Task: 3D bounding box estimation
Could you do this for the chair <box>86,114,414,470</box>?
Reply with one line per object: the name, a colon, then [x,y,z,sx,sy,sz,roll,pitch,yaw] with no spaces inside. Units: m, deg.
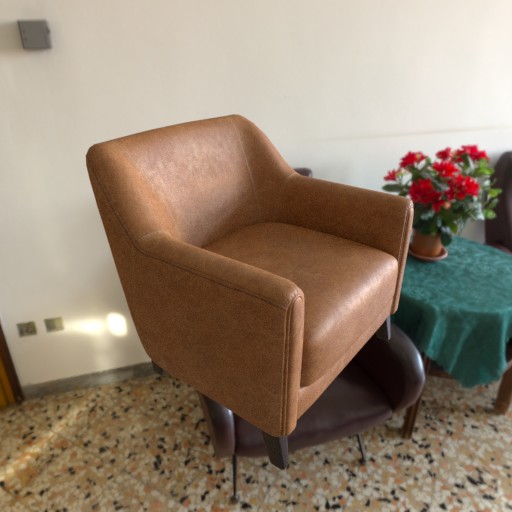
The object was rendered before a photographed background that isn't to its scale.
chair: [0.000,0.000,1.887,1.034,0.980,1.037,20,33,33]
